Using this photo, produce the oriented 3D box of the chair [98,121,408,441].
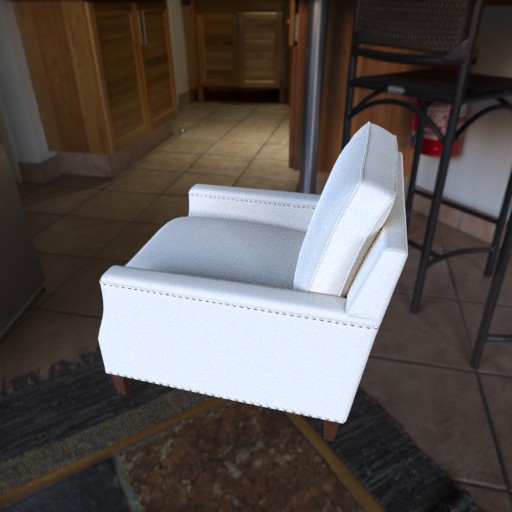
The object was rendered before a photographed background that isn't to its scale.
[{"bbox_3d":[0.000,0.000,1.738,1.014,0.943,0.853,8,32,13],"label":"chair"}]
